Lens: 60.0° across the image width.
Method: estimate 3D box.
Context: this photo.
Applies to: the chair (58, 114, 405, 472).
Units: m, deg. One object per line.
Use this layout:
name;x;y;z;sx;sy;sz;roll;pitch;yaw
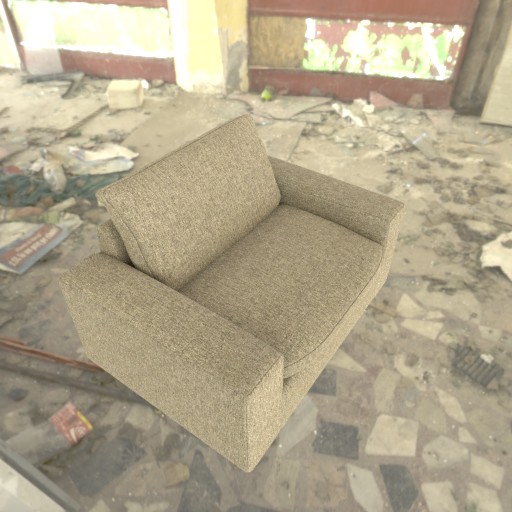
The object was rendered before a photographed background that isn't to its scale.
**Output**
chair;0.000;0.000;2.106;1.039;0.915;1.398;24;46;26
